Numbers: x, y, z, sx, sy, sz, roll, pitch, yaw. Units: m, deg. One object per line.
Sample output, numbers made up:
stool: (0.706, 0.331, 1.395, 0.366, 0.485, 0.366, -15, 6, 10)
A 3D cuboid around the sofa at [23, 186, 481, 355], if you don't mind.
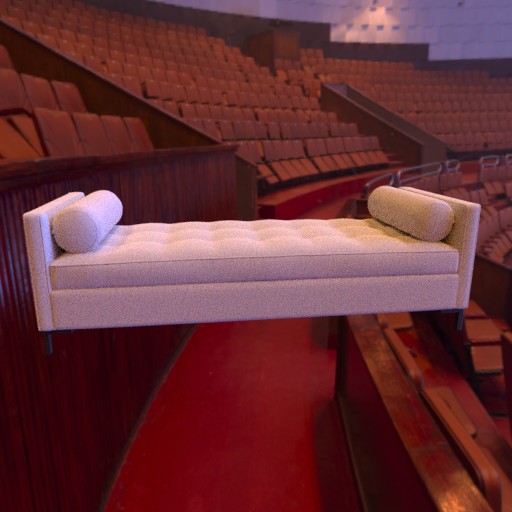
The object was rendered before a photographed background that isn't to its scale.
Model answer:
sofa: (0.000, 0.000, 2.304, 1.985, 0.641, 0.746, -2, 15, -7)
